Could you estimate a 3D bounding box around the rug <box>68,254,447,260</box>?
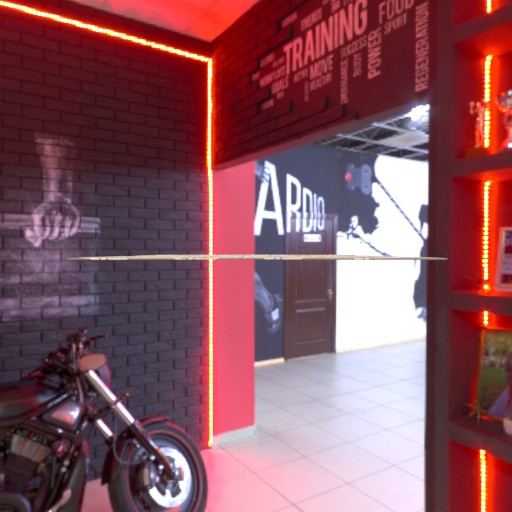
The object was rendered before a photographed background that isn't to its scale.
[{"bbox_3d":[0.000,0.000,2.184,1.142,0.010,1.748,0,0,-1],"label":"rug"}]
